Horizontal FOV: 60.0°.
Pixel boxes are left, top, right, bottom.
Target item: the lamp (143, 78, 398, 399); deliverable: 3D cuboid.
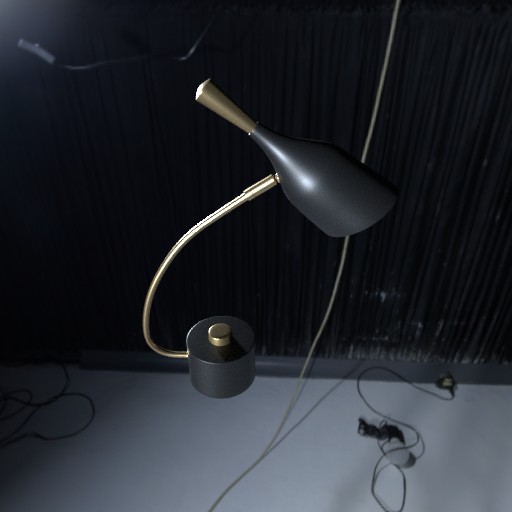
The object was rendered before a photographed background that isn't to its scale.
[{"bbox_3d":[0.000,0.000,0.615,0.352,0.464,0.110,1,33,1],"label":"lamp"}]
